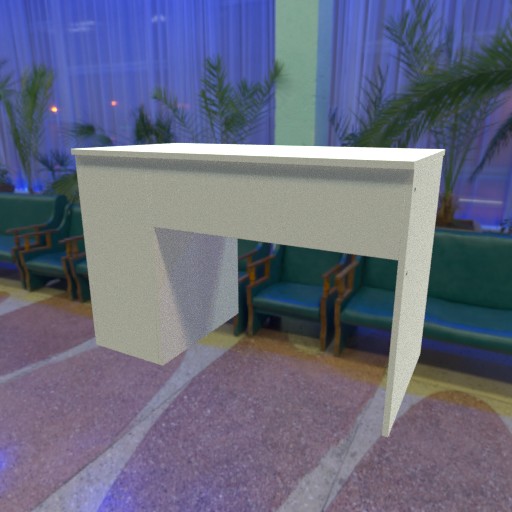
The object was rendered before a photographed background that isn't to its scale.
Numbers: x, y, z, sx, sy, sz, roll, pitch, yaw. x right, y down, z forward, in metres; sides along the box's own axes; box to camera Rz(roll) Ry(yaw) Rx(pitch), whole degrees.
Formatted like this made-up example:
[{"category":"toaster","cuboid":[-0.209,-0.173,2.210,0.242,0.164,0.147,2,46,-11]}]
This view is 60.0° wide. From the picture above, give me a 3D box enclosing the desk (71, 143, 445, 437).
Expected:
[{"category":"desk","cuboid":[0.000,0.000,1.557,1.096,0.730,0.560,9,19,27]}]
